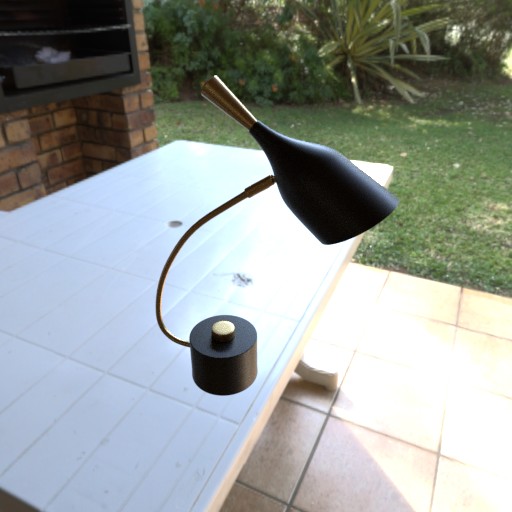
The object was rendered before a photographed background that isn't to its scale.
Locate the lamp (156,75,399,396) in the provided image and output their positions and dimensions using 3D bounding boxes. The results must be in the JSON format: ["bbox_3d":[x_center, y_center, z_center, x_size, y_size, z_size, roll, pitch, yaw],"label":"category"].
[{"bbox_3d":[0.000,0.000,0.617,0.352,0.464,0.110,10,31,17],"label":"lamp"}]
